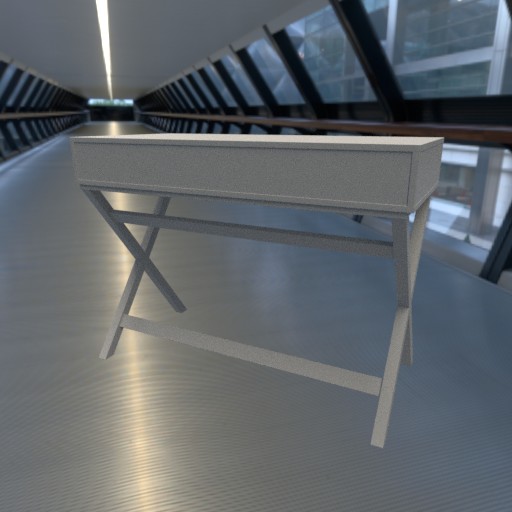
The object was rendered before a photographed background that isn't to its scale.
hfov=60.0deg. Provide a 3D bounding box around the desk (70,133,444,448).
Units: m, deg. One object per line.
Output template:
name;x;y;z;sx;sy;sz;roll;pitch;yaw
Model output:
desk;0.000;0.000;1.507;1.057;0.780;0.525;9;19;26
